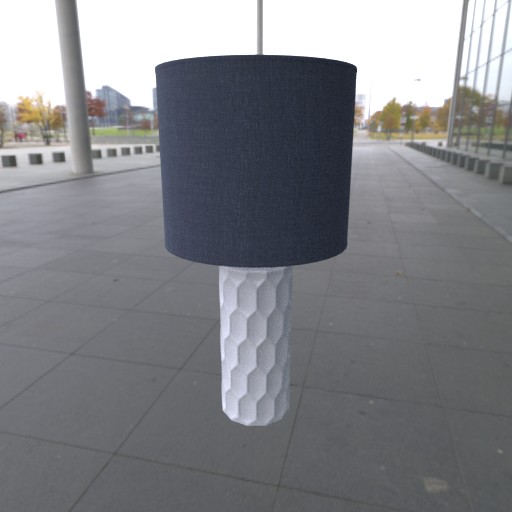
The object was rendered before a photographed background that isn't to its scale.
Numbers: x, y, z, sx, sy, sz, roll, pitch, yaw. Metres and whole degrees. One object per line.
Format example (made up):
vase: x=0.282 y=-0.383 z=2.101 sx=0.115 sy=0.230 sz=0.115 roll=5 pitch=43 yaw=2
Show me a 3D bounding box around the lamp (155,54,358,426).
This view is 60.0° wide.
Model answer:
lamp: x=0.000 y=0.000 z=0.691 sx=0.277 sy=0.537 sz=0.277 roll=8 pitch=18 yaw=27
